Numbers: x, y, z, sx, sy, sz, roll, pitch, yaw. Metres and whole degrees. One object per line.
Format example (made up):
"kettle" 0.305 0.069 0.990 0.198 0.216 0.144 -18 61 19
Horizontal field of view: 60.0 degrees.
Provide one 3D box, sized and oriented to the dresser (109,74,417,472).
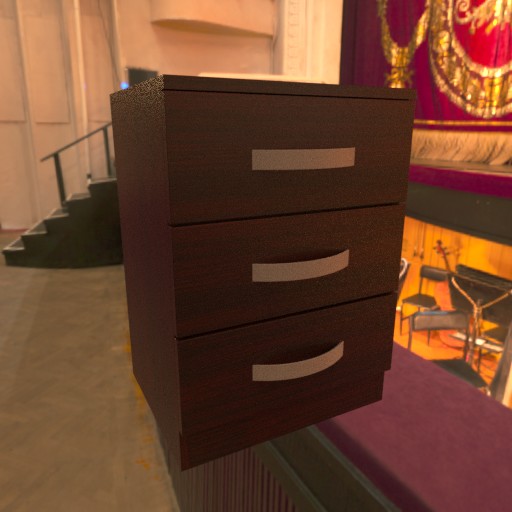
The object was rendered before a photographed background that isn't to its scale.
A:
"dresser" 0.000 0.000 0.801 0.400 0.560 0.360 -8 18 -27
